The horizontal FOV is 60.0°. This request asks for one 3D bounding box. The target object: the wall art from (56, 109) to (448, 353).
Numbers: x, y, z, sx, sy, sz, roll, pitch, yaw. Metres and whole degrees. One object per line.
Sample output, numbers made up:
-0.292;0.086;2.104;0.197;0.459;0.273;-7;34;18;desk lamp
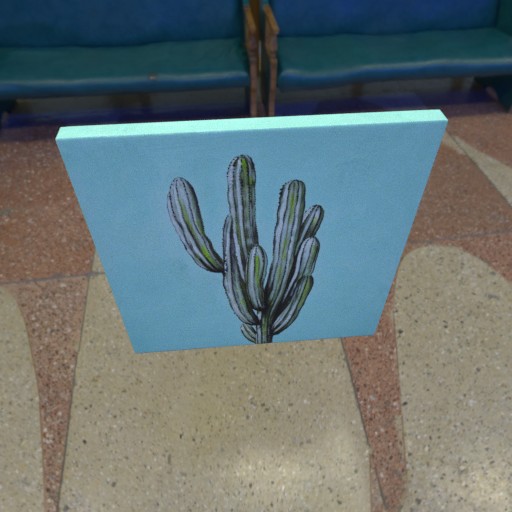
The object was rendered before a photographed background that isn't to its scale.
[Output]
0.000;0.000;1.153;0.765;0.766;0.054;-4;47;-4;wall art
